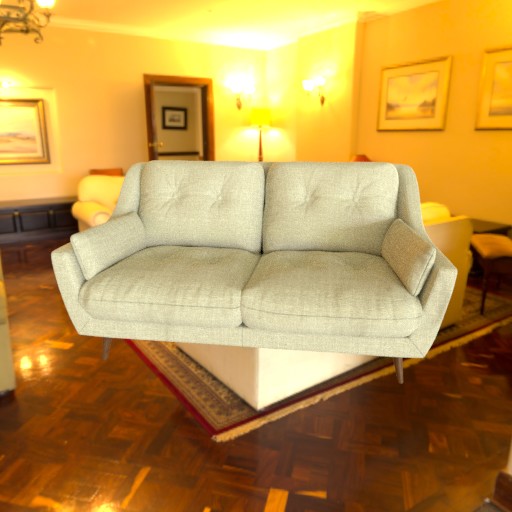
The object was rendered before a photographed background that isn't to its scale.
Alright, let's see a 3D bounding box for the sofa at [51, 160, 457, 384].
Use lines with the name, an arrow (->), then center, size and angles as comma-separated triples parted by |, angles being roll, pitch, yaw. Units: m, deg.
sofa -> 0.000, 0.000, 2.199 | 1.652, 0.888, 0.965 | 2, 15, 8
